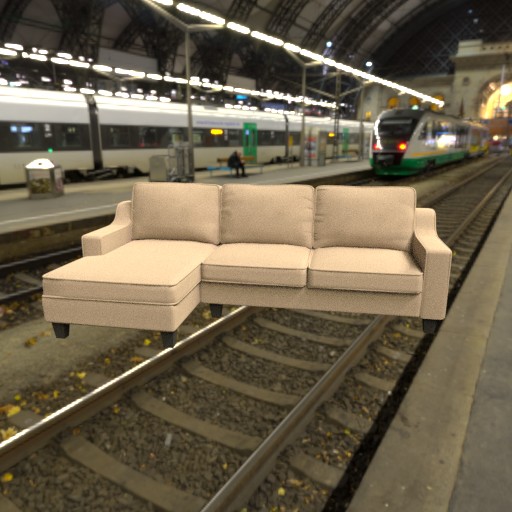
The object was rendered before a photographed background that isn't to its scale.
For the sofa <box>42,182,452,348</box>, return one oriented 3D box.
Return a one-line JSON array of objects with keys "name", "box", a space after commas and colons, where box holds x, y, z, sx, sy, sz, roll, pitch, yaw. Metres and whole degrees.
[{"name": "sofa", "box": [0.000, 0.000, 3.153, 2.561, 0.928, 1.294, 3, 15, 10]}]
